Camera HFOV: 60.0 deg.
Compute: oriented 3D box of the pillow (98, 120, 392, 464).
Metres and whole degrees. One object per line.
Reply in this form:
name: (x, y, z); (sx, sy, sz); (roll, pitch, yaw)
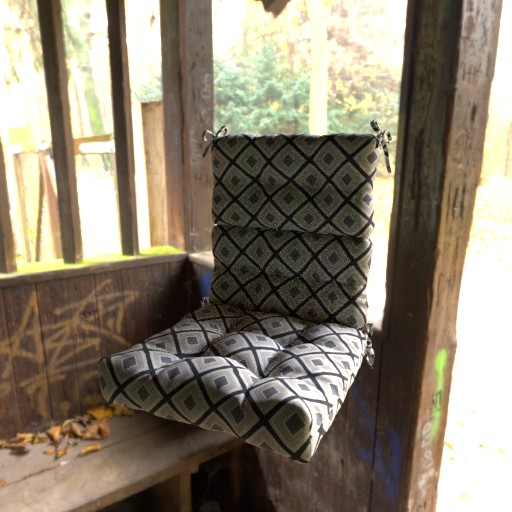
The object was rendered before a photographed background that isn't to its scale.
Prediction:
pillow: (0.000, 0.000, 1.011); (0.519, 0.605, 0.571); (7, 15, 25)
